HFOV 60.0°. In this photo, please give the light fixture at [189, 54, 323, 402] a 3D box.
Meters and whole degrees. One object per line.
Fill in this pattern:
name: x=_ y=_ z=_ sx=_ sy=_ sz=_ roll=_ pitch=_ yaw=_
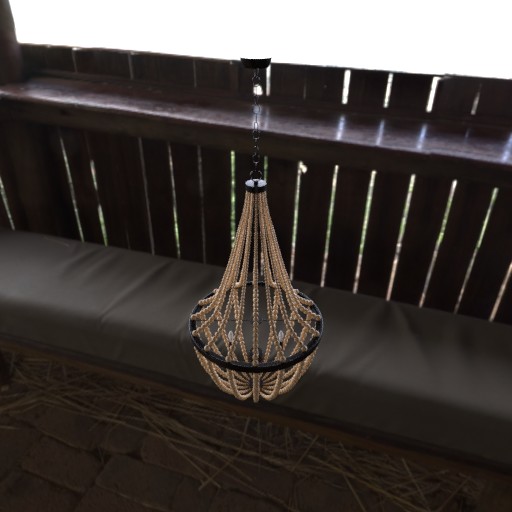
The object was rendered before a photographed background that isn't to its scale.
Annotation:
light fixture: x=0.000 y=0.000 z=1.370 sx=0.450 sy=1.133 sz=0.450 roll=0 pitch=31 yaw=0
